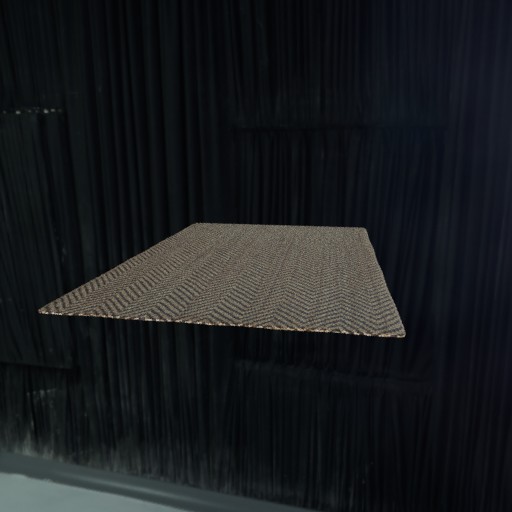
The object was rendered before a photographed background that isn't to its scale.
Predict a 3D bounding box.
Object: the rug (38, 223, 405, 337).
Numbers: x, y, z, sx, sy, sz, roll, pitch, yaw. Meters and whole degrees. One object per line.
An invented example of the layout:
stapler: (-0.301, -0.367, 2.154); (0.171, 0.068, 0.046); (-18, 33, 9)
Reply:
rug: (0.000, 0.000, 2.284); (1.219, 0.008, 1.828); (2, 14, 9)
